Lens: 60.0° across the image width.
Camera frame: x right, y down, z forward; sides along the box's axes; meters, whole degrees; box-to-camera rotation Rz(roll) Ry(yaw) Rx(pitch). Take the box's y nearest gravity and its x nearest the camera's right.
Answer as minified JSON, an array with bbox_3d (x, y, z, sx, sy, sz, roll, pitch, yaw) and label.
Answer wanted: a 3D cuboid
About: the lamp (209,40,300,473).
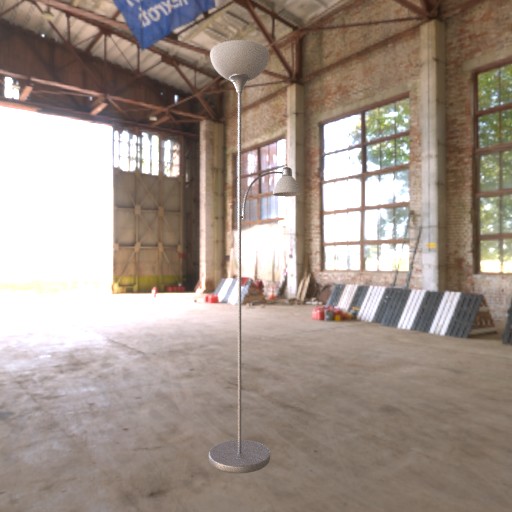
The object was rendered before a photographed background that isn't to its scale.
[{"bbox_3d":[0.000,0.000,2.004,0.425,1.804,0.279,0,-1,-18],"label":"lamp"}]
